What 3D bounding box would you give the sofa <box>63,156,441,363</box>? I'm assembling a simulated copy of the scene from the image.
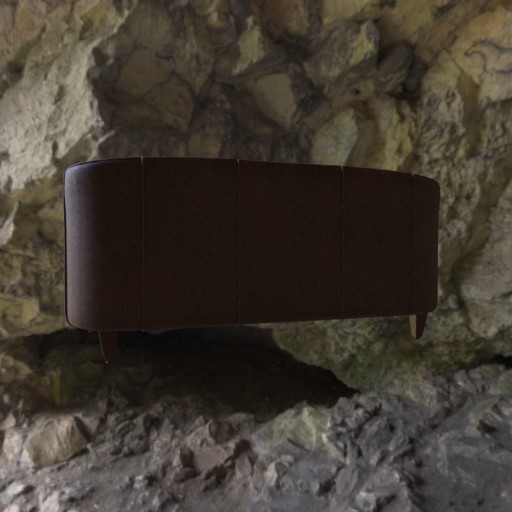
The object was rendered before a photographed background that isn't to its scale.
[{"bbox_3d":[0.000,0.000,2.238,1.767,0.799,0.917,0,1,-18],"label":"sofa"}]
